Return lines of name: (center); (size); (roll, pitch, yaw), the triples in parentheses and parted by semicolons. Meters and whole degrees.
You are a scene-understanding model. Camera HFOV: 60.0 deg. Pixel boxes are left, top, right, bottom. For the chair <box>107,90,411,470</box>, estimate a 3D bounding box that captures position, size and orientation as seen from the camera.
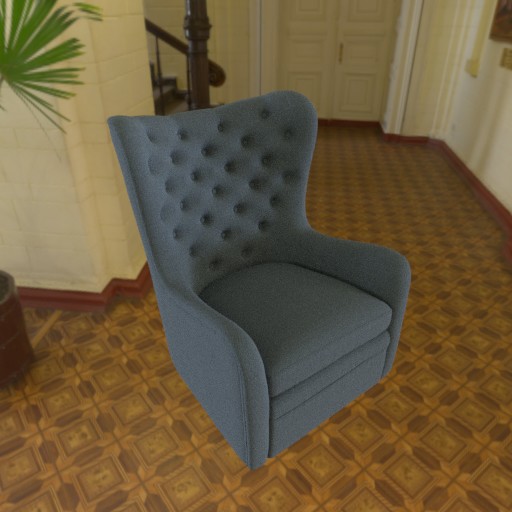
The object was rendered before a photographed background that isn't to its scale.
chair: (0.000, 0.000, 1.735); (0.831, 1.079, 0.930); (-22, 37, -32)
